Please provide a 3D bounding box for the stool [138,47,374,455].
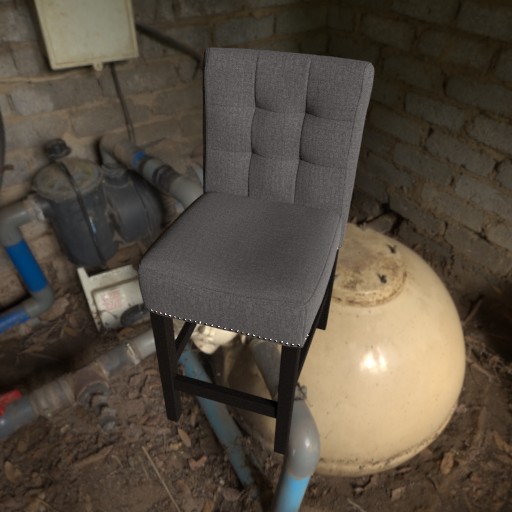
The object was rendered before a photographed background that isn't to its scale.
[{"bbox_3d":[0.000,0.000,1.174,0.427,0.885,0.571,11,41,13],"label":"stool"}]
